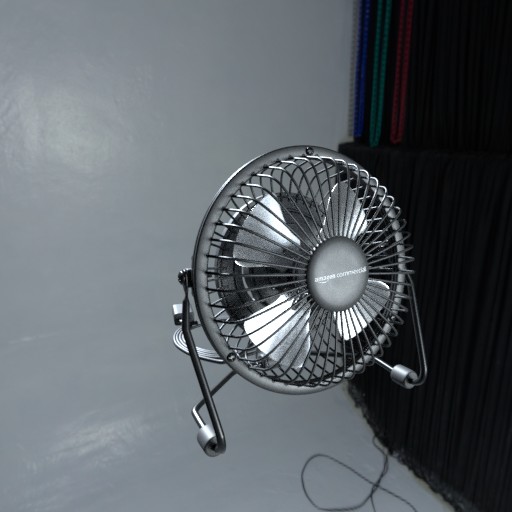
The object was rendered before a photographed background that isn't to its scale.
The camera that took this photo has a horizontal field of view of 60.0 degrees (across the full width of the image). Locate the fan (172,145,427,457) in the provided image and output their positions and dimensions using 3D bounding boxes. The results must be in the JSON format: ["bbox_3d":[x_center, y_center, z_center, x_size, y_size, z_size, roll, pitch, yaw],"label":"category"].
[{"bbox_3d":[0.000,0.000,0.306,0.153,0.152,0.202,-8,18,-26],"label":"fan"}]
